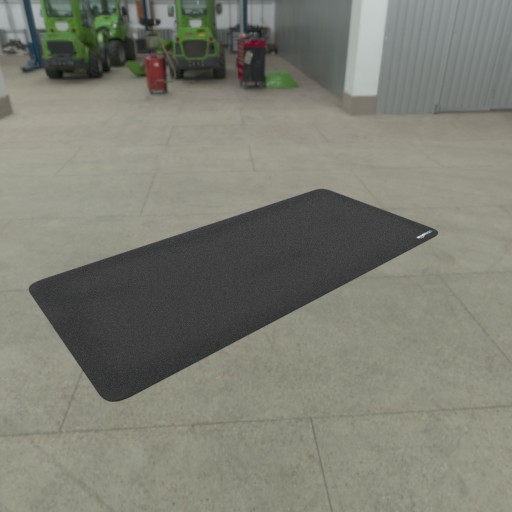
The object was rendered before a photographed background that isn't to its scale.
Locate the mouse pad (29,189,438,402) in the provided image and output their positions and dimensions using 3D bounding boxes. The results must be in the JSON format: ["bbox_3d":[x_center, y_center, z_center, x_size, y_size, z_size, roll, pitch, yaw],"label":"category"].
[{"bbox_3d":[0.000,0.000,1.038,0.907,0.003,0.424,-22,36,-34],"label":"mouse pad"}]
